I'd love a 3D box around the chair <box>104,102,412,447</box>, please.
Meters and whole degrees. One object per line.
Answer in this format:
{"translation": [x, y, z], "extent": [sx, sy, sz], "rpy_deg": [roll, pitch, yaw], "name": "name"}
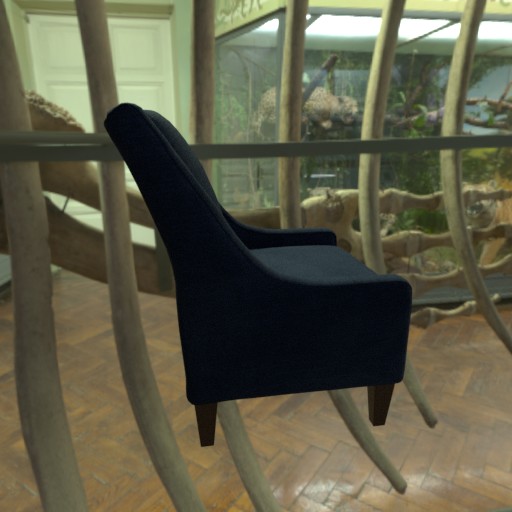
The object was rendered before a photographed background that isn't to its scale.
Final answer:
{"translation": [0.000, 0.000, 1.605], "extent": [0.870, 1.014, 0.774], "rpy_deg": [-3, 17, -10], "name": "chair"}
